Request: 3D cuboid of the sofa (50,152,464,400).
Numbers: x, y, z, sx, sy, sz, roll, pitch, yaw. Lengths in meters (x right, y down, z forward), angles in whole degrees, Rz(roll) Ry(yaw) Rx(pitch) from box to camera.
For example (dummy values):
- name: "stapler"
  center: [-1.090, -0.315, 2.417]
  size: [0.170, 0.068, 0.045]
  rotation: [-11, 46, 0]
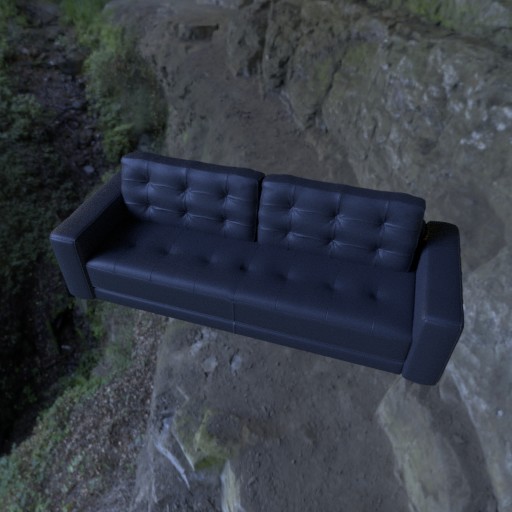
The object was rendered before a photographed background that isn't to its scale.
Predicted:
- name: "sofa"
  center: [0.000, 0.000, 2.682]
  size: [2.275, 0.893, 0.833]
  rotation: [12, 42, 13]
